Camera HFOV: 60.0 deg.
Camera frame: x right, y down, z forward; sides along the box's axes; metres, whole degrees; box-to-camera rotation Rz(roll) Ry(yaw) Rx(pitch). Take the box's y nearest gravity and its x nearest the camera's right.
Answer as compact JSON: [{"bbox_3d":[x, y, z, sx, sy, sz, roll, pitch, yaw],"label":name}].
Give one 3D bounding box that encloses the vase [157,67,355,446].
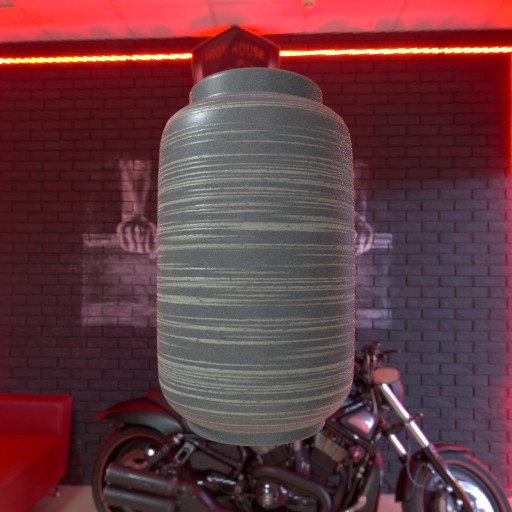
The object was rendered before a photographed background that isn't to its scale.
[{"bbox_3d":[0.000,0.000,0.681,0.297,0.499,0.297,0,-1,0],"label":"vase"}]
